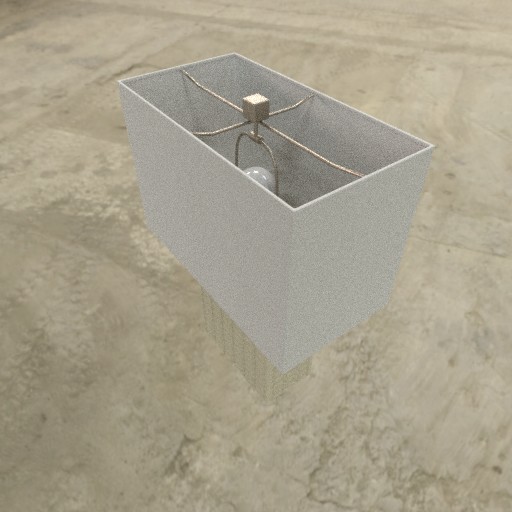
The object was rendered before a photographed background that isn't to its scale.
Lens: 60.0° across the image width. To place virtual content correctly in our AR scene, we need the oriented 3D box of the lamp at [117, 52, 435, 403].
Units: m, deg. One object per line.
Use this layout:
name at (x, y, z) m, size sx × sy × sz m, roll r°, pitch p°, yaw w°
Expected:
lamp at (0.000, 0.000, 0.710) m, size 0.200 × 0.515 × 0.380 m, roll -27°, pitch 48°, yaw -26°
